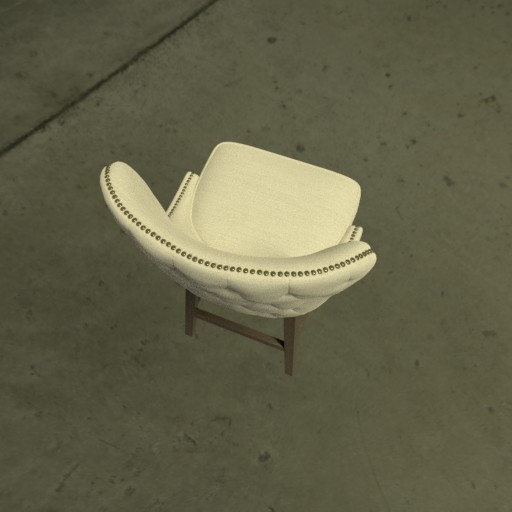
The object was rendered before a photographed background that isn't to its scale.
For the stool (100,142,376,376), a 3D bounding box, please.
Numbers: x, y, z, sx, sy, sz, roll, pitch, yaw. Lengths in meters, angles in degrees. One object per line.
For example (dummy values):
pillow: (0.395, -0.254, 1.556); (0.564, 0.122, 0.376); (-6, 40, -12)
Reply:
stool: (0.000, 0.000, 1.367); (0.615, 0.972, 0.597); (19, 64, 10)
